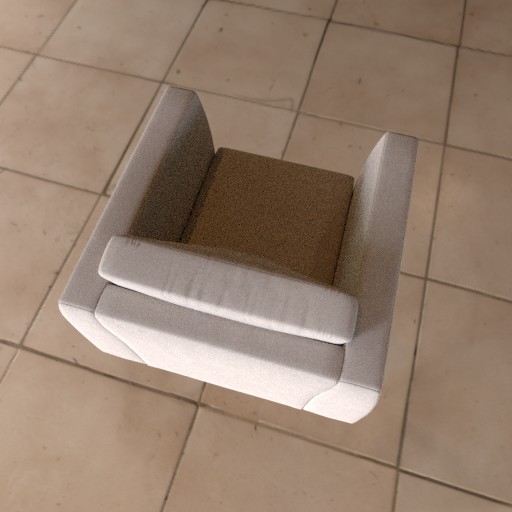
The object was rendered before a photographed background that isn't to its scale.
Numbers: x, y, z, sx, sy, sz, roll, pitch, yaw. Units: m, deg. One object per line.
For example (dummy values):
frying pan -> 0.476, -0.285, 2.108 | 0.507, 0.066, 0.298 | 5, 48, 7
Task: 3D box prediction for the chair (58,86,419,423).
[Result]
chair -> 0.000, 0.000, 1.674 | 1.000, 0.860, 0.930 | 14, 65, 7
